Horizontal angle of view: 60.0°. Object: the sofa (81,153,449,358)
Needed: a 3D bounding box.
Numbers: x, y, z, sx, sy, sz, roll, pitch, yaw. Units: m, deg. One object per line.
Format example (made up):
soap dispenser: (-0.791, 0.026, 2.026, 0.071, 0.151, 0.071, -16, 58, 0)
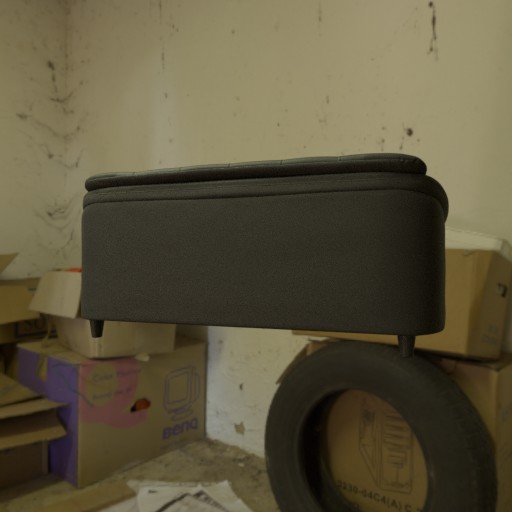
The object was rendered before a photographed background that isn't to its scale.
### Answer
sofa: (0.000, 0.000, 2.293, 1.829, 0.811, 0.800, 0, 0, 18)
